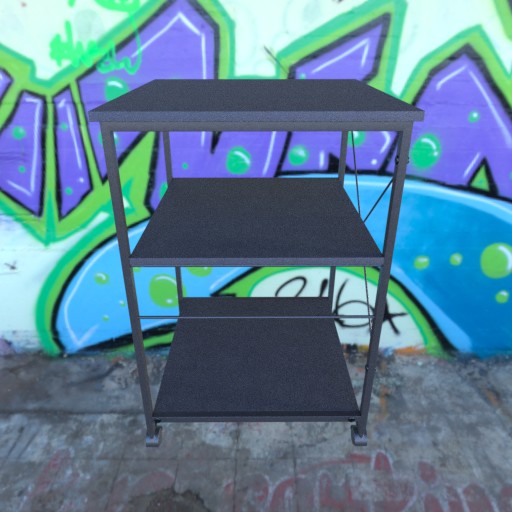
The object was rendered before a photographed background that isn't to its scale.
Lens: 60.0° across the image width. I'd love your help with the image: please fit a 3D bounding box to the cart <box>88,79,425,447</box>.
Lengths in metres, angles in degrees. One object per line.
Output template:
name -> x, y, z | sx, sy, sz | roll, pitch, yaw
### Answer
cart -> 0.000, 0.000, 1.085 | 0.520, 0.762, 0.521 | 0, 27, 0
